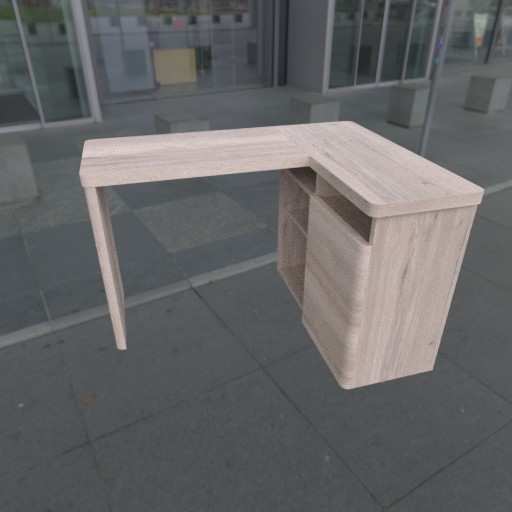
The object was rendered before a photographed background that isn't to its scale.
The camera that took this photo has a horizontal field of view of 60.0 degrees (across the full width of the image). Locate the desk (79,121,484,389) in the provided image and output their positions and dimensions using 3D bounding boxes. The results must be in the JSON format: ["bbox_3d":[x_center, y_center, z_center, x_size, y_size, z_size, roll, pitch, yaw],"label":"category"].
[{"bbox_3d":[0.000,0.000,1.733,1.169,0.760,0.900,-8,31,-14],"label":"desk"}]
